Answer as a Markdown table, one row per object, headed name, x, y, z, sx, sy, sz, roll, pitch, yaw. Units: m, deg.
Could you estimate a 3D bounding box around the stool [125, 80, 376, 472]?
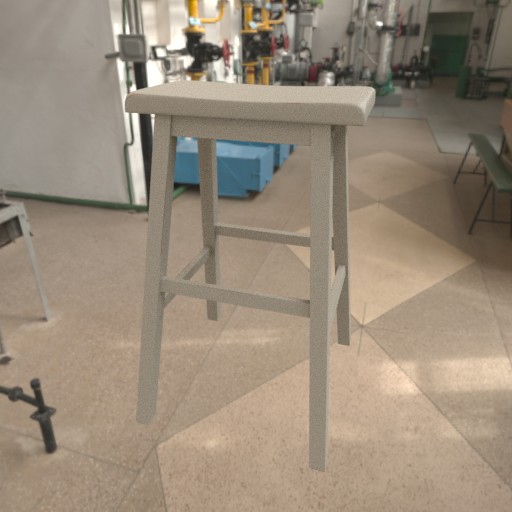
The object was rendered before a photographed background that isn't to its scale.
| name | x | y | z | sx | sy | sz | roll | pitch | yaw |
| --- | --- | --- | --- | --- | --- | --- | --- | --- | --- |
| stool | 0.000 | 0.000 | 1.040 | 0.457 | 0.737 | 0.476 | 8 | 28 | 15 |
